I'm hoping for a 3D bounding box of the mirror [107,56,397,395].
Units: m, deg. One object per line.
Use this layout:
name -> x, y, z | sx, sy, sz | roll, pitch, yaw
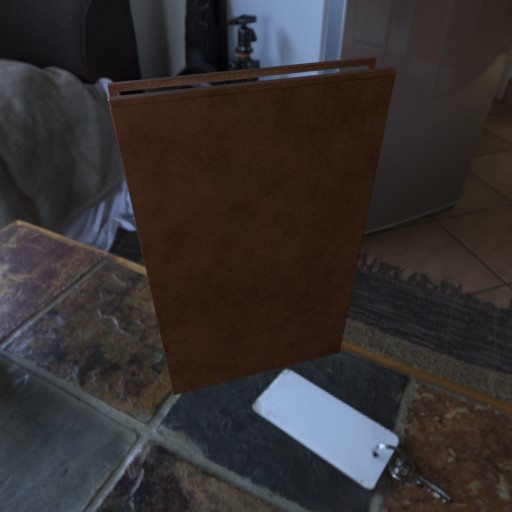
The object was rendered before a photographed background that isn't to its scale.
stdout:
mirror -> 0.000, 0.000, 0.966 | 0.468, 0.768, 0.082 | -11, 42, -13
